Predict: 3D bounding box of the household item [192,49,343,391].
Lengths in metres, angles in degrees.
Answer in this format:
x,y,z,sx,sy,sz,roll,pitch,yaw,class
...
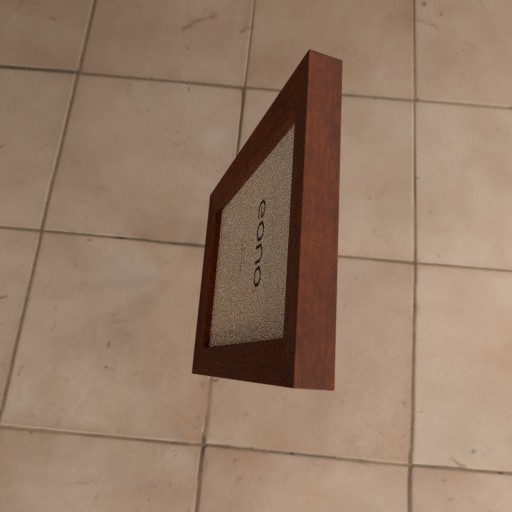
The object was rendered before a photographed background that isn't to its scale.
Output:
x,y,z,sx,sy,sz,roll,pitch,yaw,class
0.000,0.000,0.296,0.096,0.204,0.160,4,75,1,household item
